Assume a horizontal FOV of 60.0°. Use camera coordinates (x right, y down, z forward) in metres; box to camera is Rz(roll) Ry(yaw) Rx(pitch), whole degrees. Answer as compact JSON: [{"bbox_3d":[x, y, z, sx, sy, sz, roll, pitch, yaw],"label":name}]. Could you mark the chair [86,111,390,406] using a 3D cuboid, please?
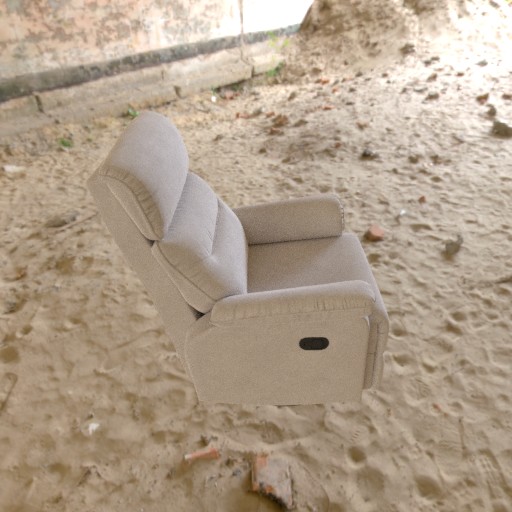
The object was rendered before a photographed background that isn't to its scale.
[{"bbox_3d":[0.000,0.000,1.769,1.001,1.039,0.820,0,33,0],"label":"chair"}]
